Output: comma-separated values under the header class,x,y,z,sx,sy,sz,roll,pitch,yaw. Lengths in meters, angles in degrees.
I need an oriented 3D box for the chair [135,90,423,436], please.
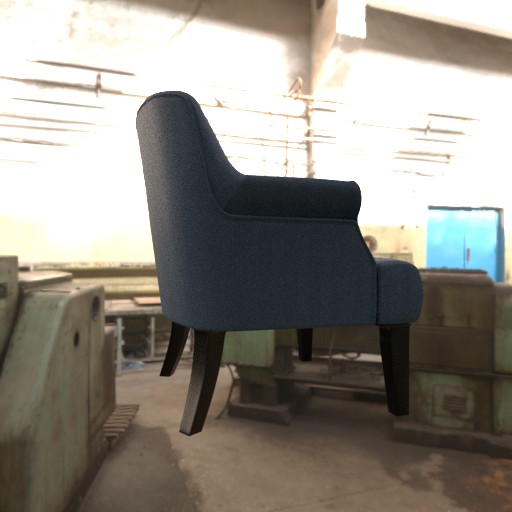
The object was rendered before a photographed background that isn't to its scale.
class,x,y,z,sx,sy,sz,roll,pitch,yaw
chair,0.000,0.000,1.443,0.754,0.878,0.770,0,0,-18
